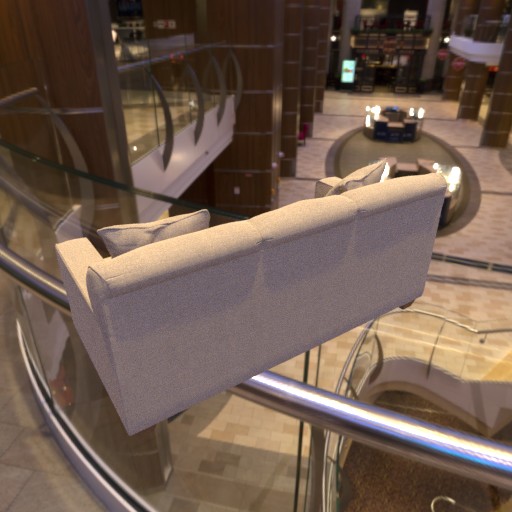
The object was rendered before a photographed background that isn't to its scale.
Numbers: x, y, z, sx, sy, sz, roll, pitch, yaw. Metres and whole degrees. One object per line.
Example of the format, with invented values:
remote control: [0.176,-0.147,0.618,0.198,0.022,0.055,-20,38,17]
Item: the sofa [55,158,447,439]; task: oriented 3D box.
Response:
sofa: [0.000,0.000,2.597,2.024,0.958,0.997,-18,34,-29]
